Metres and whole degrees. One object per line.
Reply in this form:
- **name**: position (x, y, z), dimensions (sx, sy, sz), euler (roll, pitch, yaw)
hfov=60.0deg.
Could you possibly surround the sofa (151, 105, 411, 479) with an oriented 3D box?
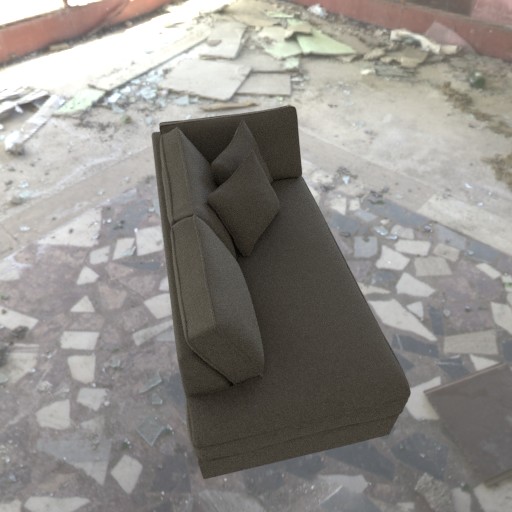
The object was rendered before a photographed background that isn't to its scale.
- **sofa**: position (0.000, 0.000, 2.805), dimensions (1.110, 1.033, 2.237), euler (-9, 47, -9)
